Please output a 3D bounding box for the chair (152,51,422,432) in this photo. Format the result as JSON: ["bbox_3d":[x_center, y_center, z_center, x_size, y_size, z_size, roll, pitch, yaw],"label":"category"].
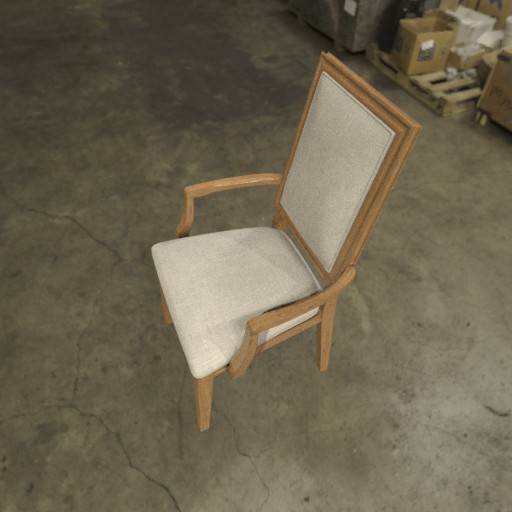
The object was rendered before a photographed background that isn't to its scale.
[{"bbox_3d":[0.000,0.000,1.359,0.602,0.990,0.606,-16,49,-15],"label":"chair"}]
